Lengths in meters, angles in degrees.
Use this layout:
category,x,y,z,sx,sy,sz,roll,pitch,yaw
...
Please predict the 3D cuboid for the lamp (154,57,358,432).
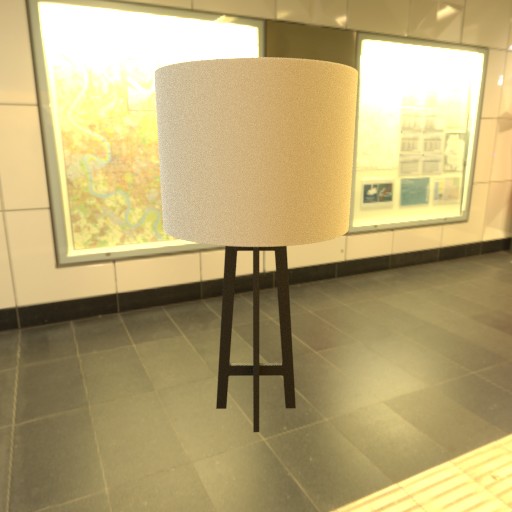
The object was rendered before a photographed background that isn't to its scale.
category,x,y,z,sx,sy,sz,roll,pitch,yaw
lamp,0.000,0.000,0.633,0.257,0.489,0.257,14,20,43
